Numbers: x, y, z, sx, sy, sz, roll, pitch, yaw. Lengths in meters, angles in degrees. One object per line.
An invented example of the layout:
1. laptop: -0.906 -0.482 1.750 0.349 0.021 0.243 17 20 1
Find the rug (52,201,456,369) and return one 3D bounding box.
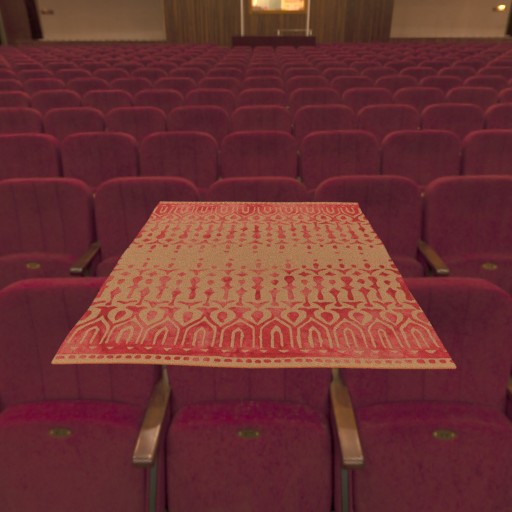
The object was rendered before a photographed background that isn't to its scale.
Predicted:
1. rug: 0.000 0.000 4.032 2.441 0.016 3.095 0 25 1
